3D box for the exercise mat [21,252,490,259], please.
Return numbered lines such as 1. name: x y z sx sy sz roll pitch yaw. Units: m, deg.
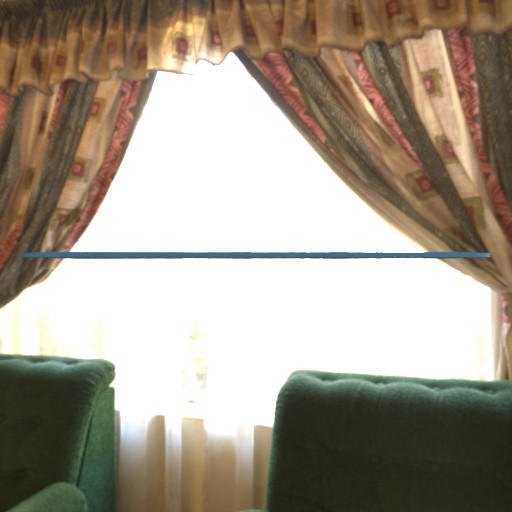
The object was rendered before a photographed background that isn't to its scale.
1. exercise mat: 0.000 0.000 2.029 1.869 0.021 0.616 0 -1 0
